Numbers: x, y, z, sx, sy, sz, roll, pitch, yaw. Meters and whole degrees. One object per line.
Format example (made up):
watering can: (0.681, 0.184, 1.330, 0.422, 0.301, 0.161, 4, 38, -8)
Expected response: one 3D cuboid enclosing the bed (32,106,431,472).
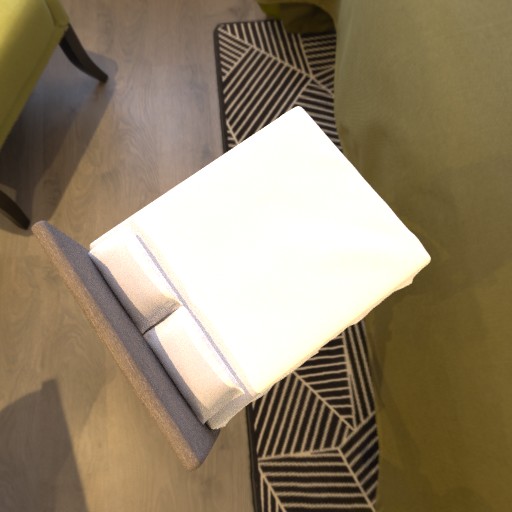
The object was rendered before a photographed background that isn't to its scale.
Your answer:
bed: (0.000, 0.000, 3.189, 2.142, 1.330, 1.723, -36, 78, -8)
